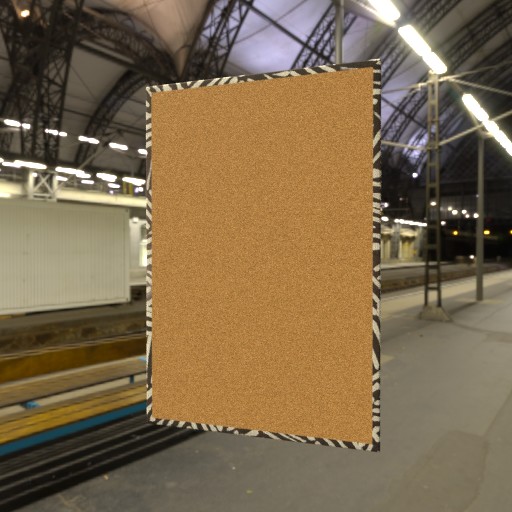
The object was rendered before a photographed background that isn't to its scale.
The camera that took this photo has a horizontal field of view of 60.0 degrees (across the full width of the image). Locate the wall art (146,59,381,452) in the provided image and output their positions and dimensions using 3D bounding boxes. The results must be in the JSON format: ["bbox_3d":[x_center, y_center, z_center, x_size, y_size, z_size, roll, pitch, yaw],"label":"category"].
[{"bbox_3d":[0.000,0.000,1.135,0.615,0.918,0.035,0,1,17],"label":"wall art"}]
